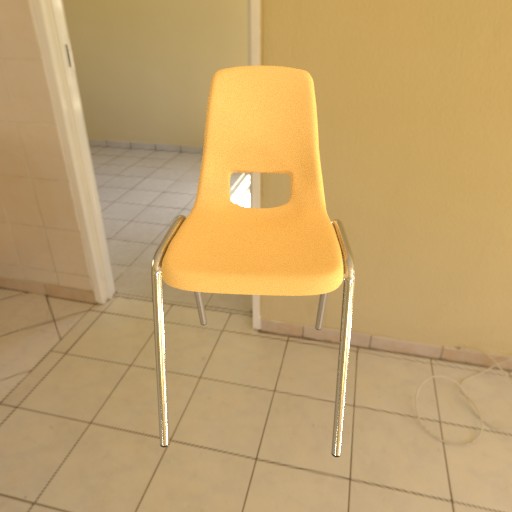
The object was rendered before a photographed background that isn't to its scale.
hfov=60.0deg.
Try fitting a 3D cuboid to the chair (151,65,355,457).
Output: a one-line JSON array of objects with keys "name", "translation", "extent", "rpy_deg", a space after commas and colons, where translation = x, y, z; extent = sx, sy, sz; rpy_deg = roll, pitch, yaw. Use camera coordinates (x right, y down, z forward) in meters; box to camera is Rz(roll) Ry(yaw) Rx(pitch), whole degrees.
[{"name": "chair", "translation": [0.000, 0.000, 0.941], "extent": [0.381, 0.704, 0.436], "rpy_deg": [2, 29, 3]}]
